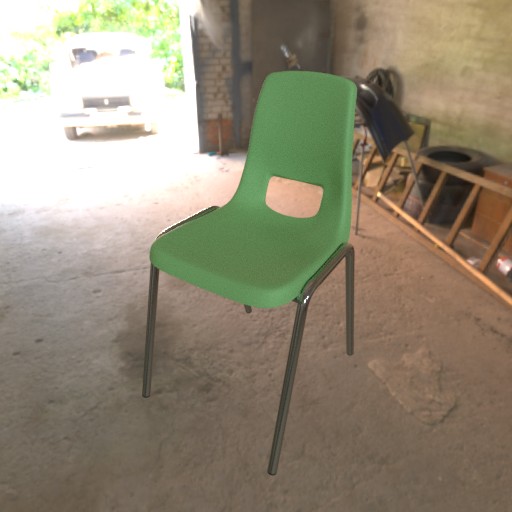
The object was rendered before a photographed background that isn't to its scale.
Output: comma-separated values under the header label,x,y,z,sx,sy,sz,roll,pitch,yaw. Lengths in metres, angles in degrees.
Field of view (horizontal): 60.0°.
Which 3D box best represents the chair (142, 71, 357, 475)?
label,x,y,z,sx,sy,sz,roll,pitch,yaw
chair,0.000,0.000,0.964,0.381,0.704,0.436,19,35,29
